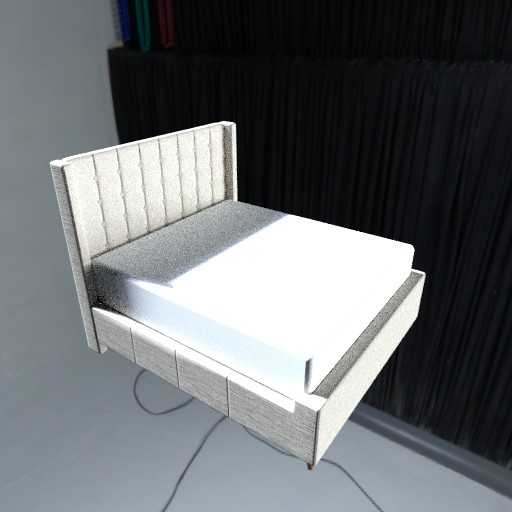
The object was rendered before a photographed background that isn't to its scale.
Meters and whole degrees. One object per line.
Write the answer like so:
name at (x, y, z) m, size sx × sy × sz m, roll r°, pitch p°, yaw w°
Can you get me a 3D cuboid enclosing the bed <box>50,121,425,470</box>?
bed at (0.000, 0.000, 3.821) m, size 2.370 × 1.743 × 2.045 m, roll 18°, pitch 32°, yaw 31°
